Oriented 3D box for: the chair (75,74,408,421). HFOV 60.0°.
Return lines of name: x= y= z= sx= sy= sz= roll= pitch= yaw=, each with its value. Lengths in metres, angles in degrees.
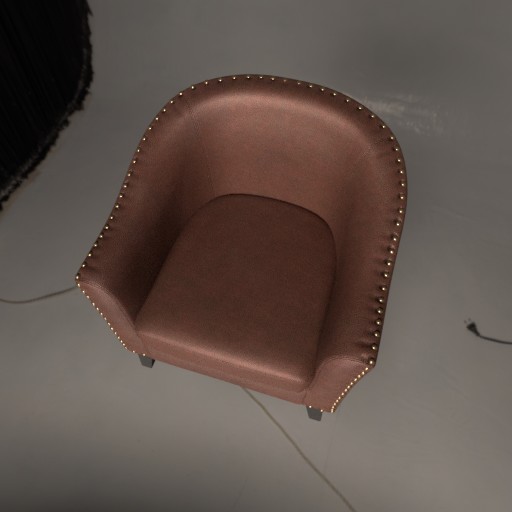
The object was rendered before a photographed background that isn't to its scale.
chair: x=0.000 y=0.000 z=1.438 sx=0.794 sy=0.823 sz=0.748 roll=15 pitch=59 yaw=9
